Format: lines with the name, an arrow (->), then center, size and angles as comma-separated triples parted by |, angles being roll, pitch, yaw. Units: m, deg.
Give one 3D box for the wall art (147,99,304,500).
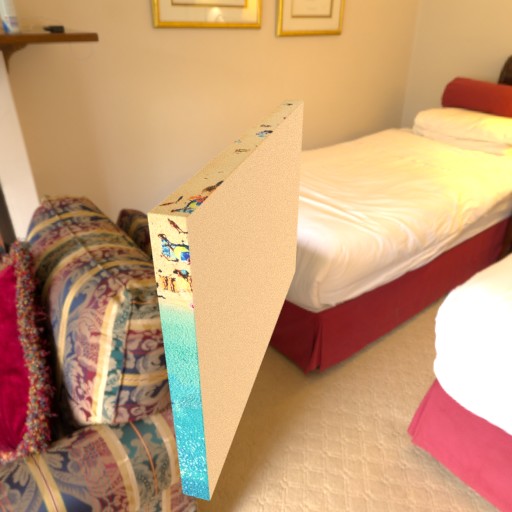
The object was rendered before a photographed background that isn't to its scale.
wall art -> 0.000, 0.000, 0.746 | 0.039, 0.406, 0.609 | 7, 30, 13
